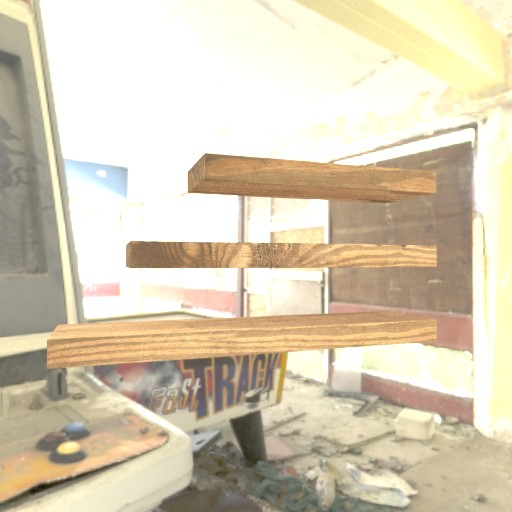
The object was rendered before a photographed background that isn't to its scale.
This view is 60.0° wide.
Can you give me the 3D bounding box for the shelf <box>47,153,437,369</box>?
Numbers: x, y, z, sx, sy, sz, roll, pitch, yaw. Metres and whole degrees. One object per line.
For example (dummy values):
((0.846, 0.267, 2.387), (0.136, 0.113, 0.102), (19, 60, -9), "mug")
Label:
((0.000, 0.000, 0.730), (0.610, 0.293, 0.140), (0, -1, -19), "shelf")
